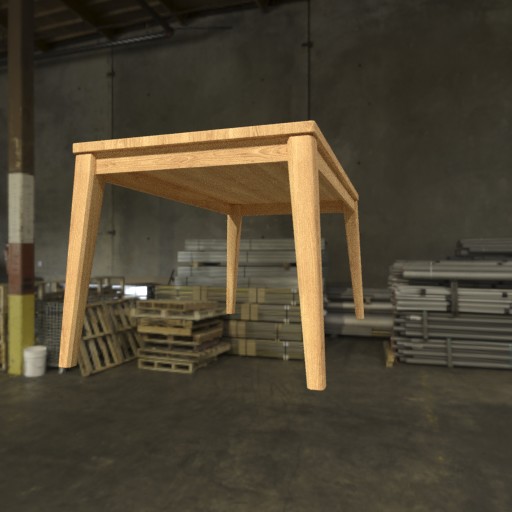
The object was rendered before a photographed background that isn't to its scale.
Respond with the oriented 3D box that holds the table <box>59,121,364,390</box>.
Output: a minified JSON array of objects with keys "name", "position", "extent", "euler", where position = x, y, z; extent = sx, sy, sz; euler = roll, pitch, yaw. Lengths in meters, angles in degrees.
[{"name":"table","position":[0.000,0.000,2.124],"extent":[0.900,0.760,1.600],"euler":[0,-1,18]}]
